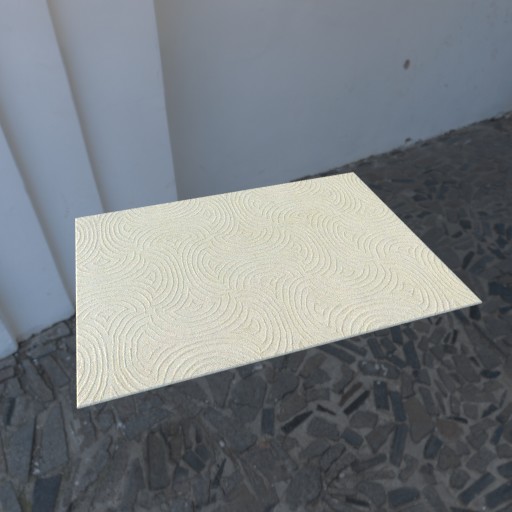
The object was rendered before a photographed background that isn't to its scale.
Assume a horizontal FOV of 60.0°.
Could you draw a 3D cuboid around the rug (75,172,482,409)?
[{"bbox_3d":[0.000,0.000,2.753,2.132,0.015,1.526,-11,41,-14],"label":"rug"}]
